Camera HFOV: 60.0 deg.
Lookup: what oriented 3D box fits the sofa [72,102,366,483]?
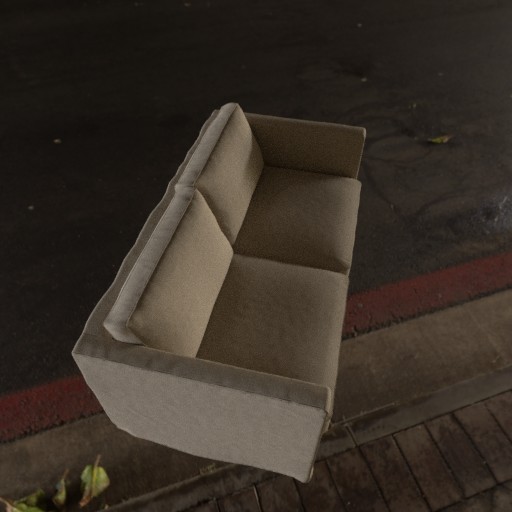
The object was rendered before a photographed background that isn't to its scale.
[{"bbox_3d":[0.000,0.000,2.262,0.956,0.828,1.766,10,48,9],"label":"sofa"}]
